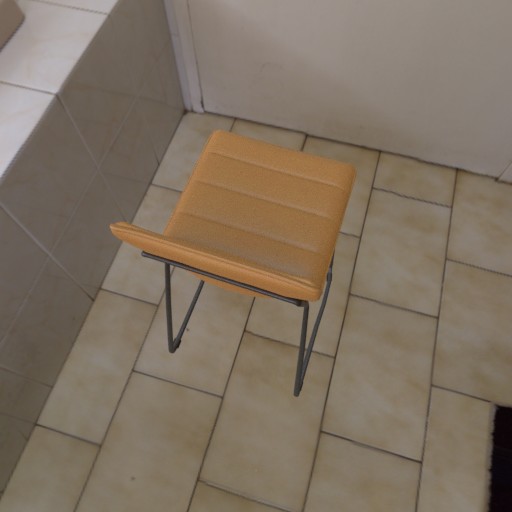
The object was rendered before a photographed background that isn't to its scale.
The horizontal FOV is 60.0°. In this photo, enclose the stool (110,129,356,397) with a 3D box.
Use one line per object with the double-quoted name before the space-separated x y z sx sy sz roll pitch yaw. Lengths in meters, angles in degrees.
"stool" 0.000 0.000 1.256 0.489 0.936 0.524 17 65 8
